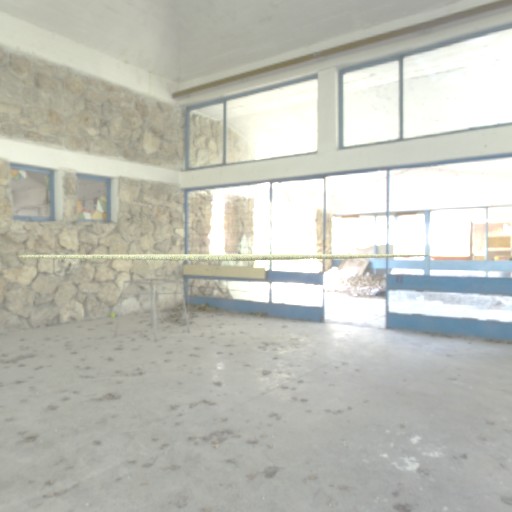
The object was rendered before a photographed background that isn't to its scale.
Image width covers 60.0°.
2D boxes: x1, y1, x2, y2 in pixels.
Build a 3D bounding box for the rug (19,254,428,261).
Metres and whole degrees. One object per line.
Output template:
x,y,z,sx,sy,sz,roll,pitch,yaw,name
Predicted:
0.000,0.000,2.317,1.243,0.014,1.846,0,1,37,rug
